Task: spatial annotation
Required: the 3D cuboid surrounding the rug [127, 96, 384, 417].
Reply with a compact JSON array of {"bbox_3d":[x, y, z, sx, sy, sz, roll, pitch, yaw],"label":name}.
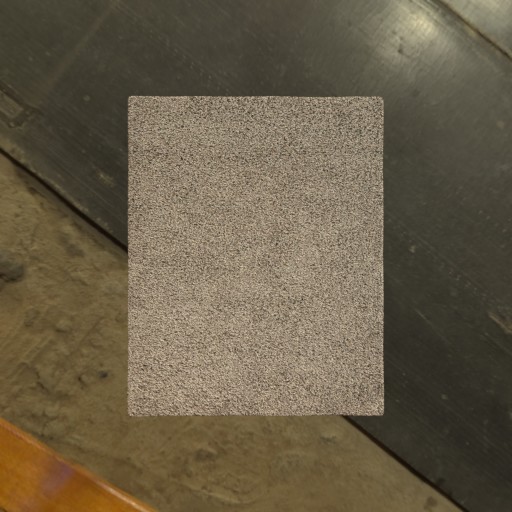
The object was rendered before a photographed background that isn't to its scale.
[{"bbox_3d":[0.000,0.000,4.225,2.438,0.029,3.047,0,90,-1],"label":"rug"}]
